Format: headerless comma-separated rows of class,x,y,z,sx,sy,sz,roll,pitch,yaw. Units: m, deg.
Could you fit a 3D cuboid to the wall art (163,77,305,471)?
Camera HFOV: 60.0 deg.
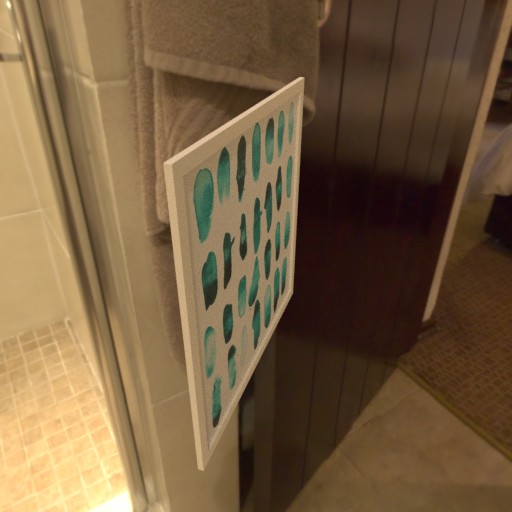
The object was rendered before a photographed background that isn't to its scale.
wall art,0.000,0.000,0.698,0.009,0.457,0.456,11,33,17
